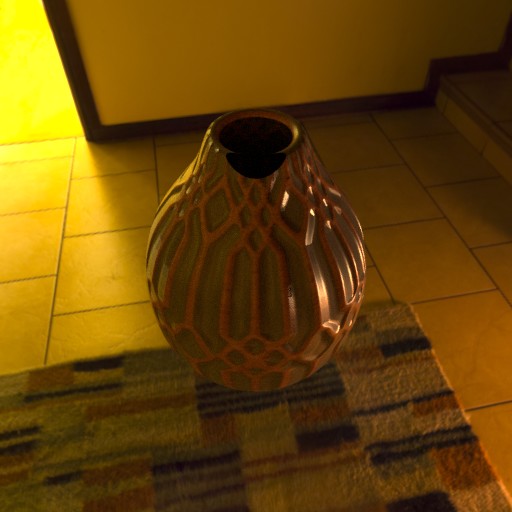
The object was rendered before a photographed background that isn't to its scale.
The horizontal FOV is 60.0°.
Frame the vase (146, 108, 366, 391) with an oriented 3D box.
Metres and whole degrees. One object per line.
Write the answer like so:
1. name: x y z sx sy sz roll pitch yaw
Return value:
1. vase: 0.000 0.000 0.138 0.069 0.088 0.069 0 47 0
